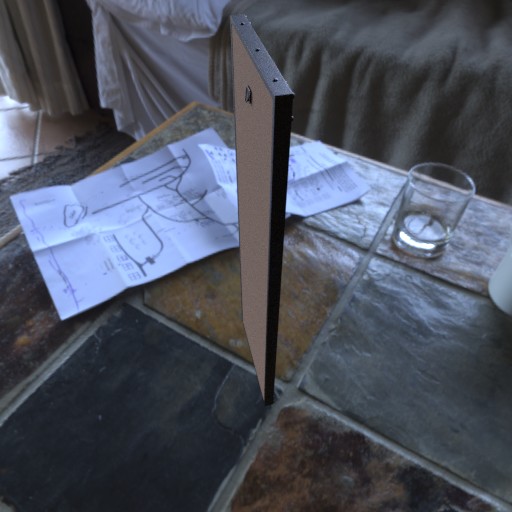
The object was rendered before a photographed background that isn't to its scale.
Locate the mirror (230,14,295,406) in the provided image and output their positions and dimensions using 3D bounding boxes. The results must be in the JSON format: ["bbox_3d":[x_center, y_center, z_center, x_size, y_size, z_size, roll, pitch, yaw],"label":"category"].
[{"bbox_3d":[0.000,0.000,1.179,0.042,1.080,0.354,-10,48,-9],"label":"mirror"}]
